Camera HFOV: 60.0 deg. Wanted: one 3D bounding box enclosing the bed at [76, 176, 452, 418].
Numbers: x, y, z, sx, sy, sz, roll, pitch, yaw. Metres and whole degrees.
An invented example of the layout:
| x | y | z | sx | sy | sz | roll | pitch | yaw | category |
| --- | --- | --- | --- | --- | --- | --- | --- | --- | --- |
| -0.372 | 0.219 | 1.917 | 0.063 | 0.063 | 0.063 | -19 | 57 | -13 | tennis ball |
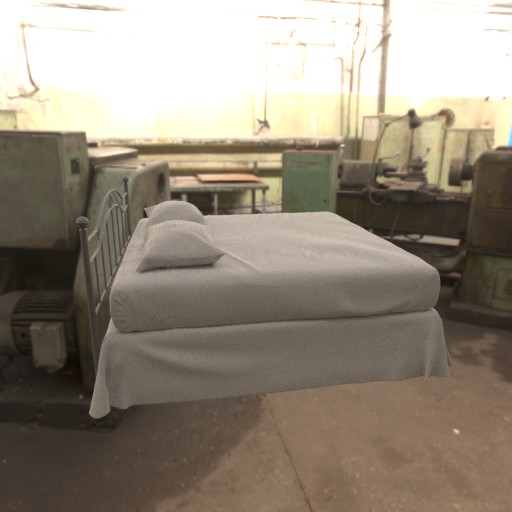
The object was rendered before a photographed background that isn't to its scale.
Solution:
| x | y | z | sx | sy | sz | roll | pitch | yaw | category |
| --- | --- | --- | --- | --- | --- | --- | --- | --- | --- |
| 0.000 | 0.000 | 3.490 | 2.220 | 1.080 | 2.309 | -3 | 16 | -9 | bed |
